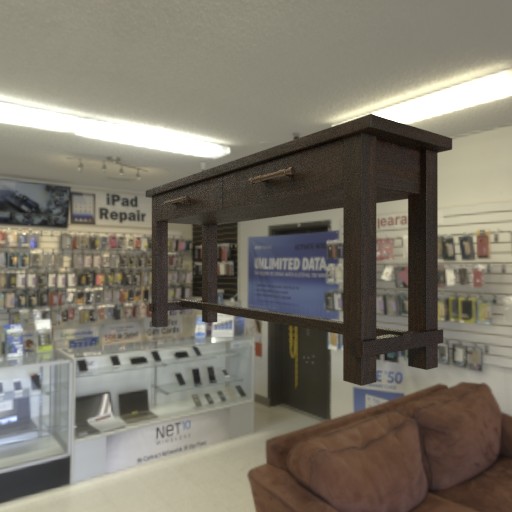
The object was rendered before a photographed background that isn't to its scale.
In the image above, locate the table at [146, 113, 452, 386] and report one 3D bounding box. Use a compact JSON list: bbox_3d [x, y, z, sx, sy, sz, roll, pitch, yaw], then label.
[{"bbox_3d":[0.000,0.000,1.971,0.442,0.762,1.599,1,-1,-36],"label":"table"}]
